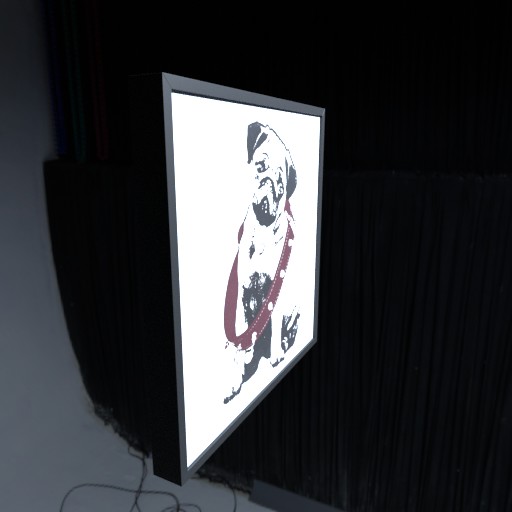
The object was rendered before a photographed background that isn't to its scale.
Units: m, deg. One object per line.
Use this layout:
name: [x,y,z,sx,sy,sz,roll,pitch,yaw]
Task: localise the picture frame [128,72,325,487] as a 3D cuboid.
picture frame: [0.000,0.000,0.468,0.030,0.317,0.317,7,15,27]
